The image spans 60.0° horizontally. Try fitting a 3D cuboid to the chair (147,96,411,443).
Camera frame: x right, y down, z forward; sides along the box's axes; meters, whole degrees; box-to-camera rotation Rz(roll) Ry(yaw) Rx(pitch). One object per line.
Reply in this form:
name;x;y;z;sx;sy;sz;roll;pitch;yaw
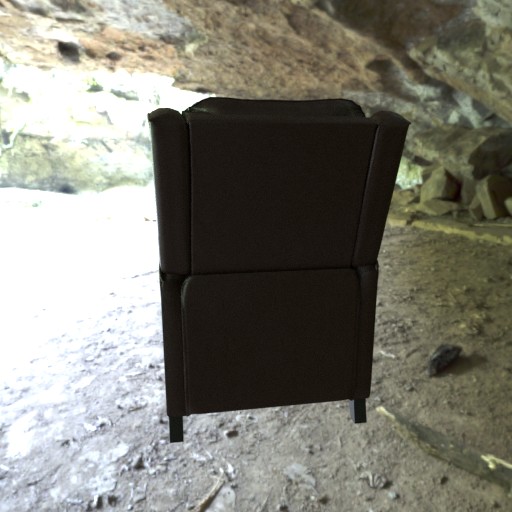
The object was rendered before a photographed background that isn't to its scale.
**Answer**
chair;0.000;0.000;1.769;0.770;1.132;0.982;-2;14;-9
